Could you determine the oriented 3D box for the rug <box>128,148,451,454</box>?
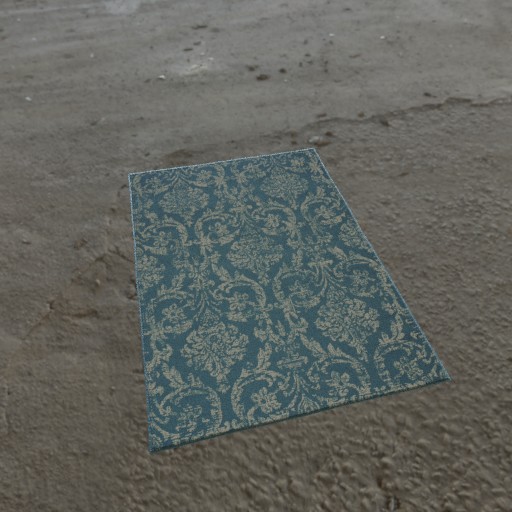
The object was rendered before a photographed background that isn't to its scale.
[{"bbox_3d":[0.000,0.000,2.909,1.554,0.012,2.205,-10,48,-9],"label":"rug"}]
